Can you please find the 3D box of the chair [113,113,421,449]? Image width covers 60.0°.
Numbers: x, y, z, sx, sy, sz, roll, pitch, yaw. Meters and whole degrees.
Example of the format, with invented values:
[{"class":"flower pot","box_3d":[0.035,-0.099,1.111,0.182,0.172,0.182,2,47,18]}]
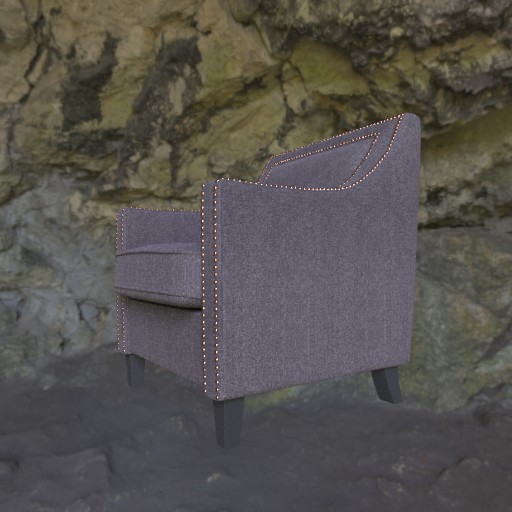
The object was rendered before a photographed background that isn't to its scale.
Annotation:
[{"class":"chair","box_3d":[0.000,0.000,1.575,0.884,0.967,0.776,1,-1,-35]}]
